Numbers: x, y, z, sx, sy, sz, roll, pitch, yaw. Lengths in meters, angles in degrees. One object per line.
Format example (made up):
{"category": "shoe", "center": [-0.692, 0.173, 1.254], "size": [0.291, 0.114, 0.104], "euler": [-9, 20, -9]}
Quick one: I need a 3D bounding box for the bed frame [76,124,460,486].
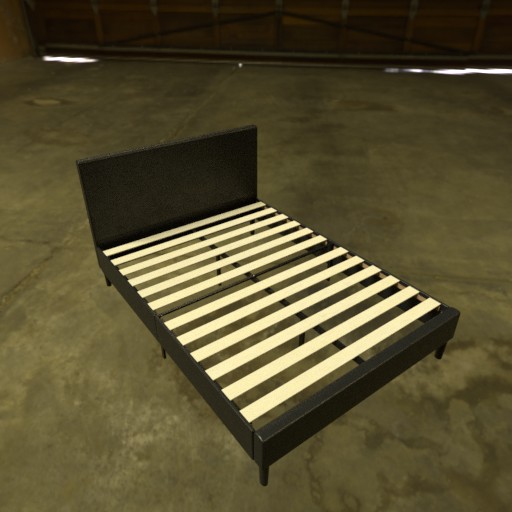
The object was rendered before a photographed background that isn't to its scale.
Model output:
{"category": "bed frame", "center": [0.000, 0.000, 3.201], "size": [1.634, 1.127, 2.318], "euler": [-21, 38, -30]}
